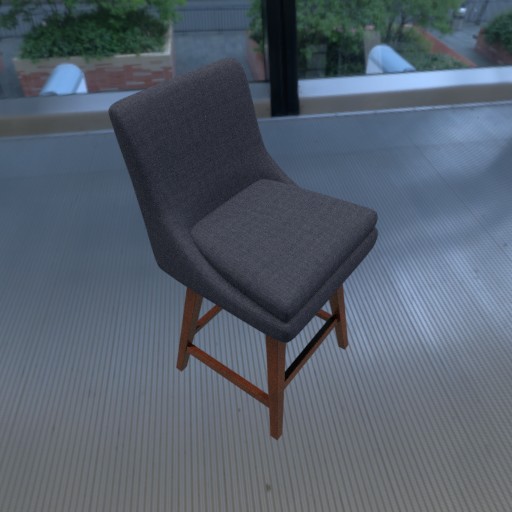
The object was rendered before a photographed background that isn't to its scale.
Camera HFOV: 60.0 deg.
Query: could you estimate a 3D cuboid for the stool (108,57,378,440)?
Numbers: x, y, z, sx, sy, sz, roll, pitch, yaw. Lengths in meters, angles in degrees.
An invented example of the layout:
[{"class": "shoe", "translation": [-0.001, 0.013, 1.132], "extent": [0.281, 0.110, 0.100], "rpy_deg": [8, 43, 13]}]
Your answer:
[{"class": "stool", "translation": [0.000, 0.000, 1.250], "extent": [0.524, 0.895, 0.467], "rpy_deg": [27, 48, 27]}]
